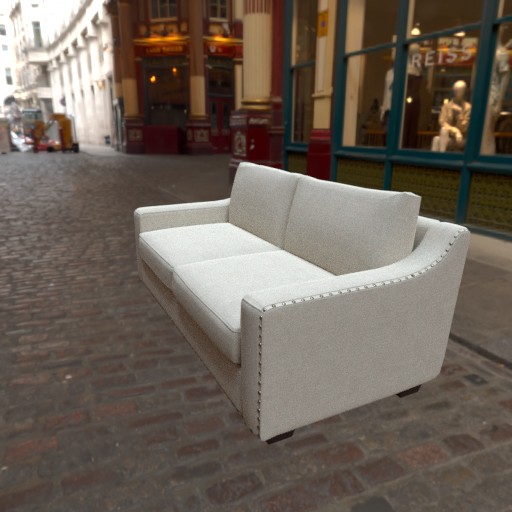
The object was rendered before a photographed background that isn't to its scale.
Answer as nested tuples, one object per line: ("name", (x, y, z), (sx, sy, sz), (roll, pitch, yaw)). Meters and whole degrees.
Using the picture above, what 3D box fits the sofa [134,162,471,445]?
("sofa", (0.000, 0.000, 2.732), (1.104, 0.983, 2.107), (-8, 19, -25))
